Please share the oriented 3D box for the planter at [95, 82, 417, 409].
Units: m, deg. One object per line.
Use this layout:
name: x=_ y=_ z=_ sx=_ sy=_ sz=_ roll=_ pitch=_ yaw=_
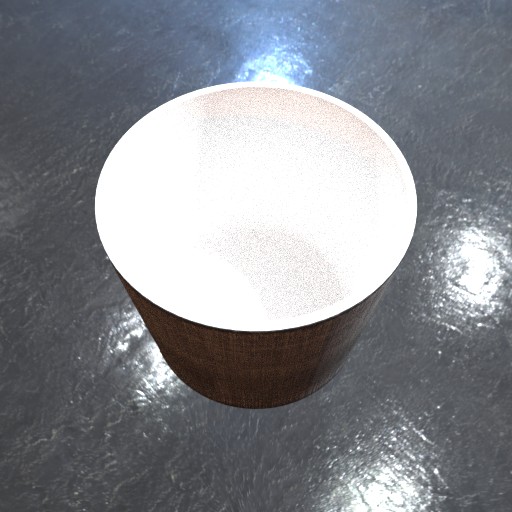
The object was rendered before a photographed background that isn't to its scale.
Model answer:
planter: x=0.000 y=0.000 z=0.448 sx=0.254 sy=0.221 sz=0.254 roll=0 pitch=58 yaw=0
